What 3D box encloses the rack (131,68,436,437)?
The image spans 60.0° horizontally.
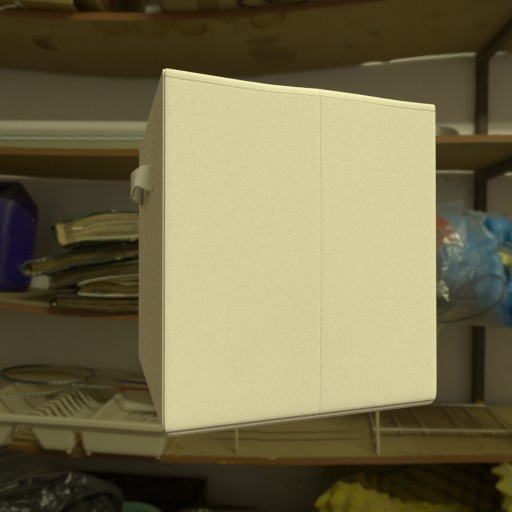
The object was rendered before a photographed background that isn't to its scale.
[{"bbox_3d":[0.000,0.000,0.495,0.270,0.280,0.270,0,-1,-19],"label":"rack"}]
